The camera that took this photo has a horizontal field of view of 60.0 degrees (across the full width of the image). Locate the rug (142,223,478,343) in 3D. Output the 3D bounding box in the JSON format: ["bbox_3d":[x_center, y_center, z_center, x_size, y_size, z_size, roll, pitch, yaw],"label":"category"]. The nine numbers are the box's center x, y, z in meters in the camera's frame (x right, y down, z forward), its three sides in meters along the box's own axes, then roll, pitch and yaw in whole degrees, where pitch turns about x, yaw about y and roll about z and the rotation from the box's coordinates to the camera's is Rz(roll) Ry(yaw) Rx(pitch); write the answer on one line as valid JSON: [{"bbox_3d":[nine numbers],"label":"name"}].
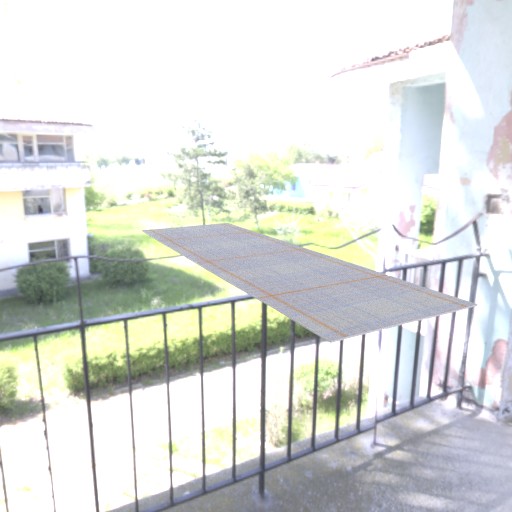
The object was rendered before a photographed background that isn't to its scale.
[{"bbox_3d":[0.000,0.000,2.705,0.770,0.016,2.442,-7,15,-28],"label":"rug"}]
